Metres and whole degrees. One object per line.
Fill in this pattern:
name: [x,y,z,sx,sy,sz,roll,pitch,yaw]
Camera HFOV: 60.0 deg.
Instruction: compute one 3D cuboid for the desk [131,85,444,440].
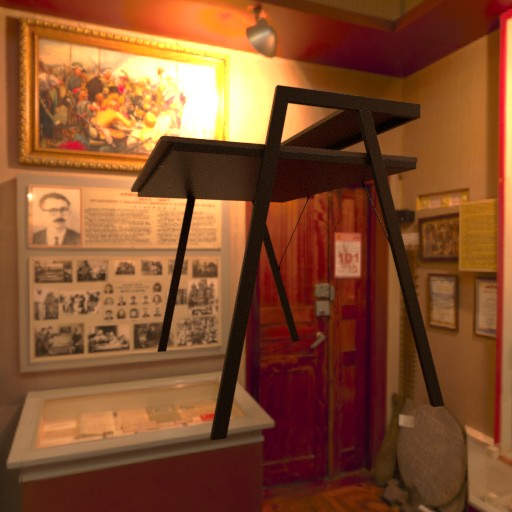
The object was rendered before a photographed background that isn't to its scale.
desk: [0.000,0.000,1.863,0.936,0.998,1.143,0,1,-20]
